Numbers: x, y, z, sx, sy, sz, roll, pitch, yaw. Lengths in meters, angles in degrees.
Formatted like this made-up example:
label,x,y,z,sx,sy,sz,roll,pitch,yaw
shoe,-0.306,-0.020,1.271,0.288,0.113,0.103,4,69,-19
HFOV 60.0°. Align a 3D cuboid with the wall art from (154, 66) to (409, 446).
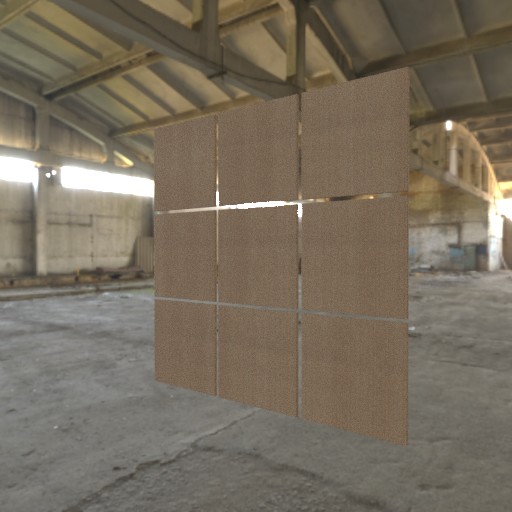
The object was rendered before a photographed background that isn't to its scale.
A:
label,x,y,z,sx,sy,sz,roll,pitch,yaw
wall art,0.000,0.000,1.789,1.219,1.218,0.013,0,1,37
